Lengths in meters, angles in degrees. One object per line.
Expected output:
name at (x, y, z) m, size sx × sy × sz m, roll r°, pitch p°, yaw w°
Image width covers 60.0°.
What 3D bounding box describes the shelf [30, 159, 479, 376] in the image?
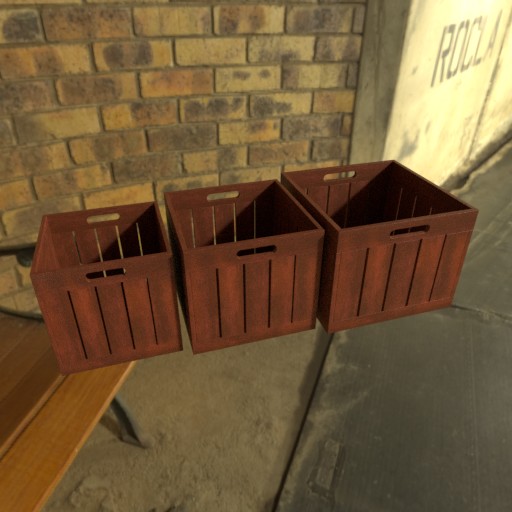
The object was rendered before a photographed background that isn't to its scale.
shelf at (0.000, 0.000, 1.232) m, size 1.064 × 0.311 × 0.393 m, roll -9°, pitch 33°, yaw -15°
